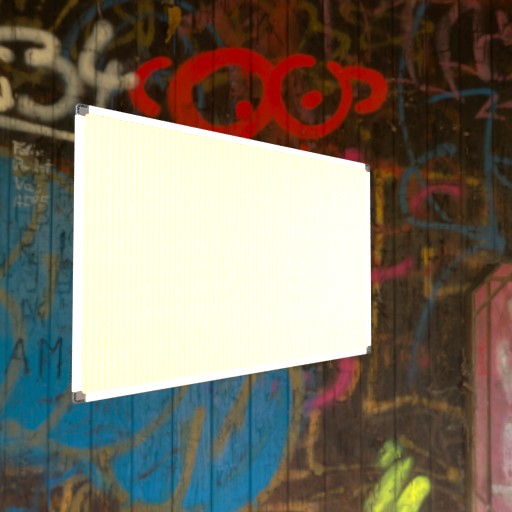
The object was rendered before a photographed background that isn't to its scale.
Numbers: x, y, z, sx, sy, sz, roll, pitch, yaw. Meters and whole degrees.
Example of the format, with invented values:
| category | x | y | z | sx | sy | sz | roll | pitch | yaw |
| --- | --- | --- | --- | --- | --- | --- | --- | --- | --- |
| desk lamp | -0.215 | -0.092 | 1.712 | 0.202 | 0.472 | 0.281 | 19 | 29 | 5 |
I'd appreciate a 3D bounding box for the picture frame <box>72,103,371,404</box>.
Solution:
| category | x | y | z | sx | sy | sz | roll | pitch | yaw |
| --- | --- | --- | --- | --- | --- | --- | --- | --- | --- |
| picture frame | 0.000 | 0.000 | 1.147 | 0.900 | 0.600 | 0.010 | 1 | -2 | -36 |
